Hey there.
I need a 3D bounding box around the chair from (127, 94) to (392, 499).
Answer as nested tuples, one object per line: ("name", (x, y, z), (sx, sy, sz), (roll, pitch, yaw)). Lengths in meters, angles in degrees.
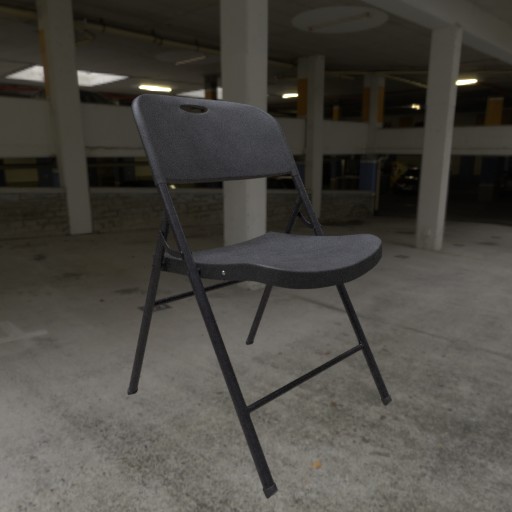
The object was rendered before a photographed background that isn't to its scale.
("chair", (0.000, 0.000, 1.138), (0.566, 0.810, 0.494), (13, 19, 43))
